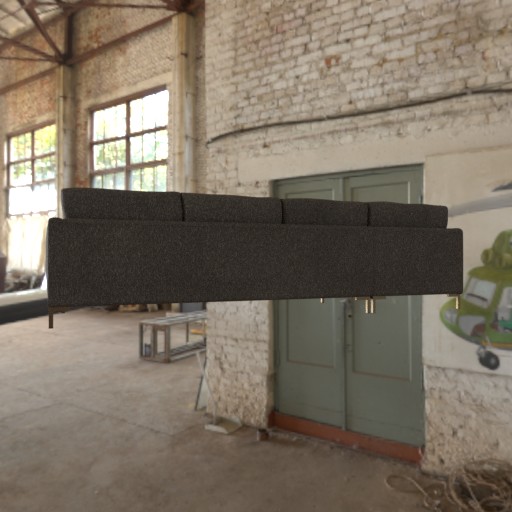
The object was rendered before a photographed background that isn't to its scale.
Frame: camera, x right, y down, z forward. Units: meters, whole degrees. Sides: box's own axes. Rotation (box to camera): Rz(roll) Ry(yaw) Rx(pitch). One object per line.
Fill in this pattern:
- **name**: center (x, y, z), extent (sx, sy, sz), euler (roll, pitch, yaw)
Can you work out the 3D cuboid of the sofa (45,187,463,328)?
- **sofa**: center (0.000, 0.000, 3.522), extent (2.932, 0.810, 1.350), euler (0, 0, -19)
